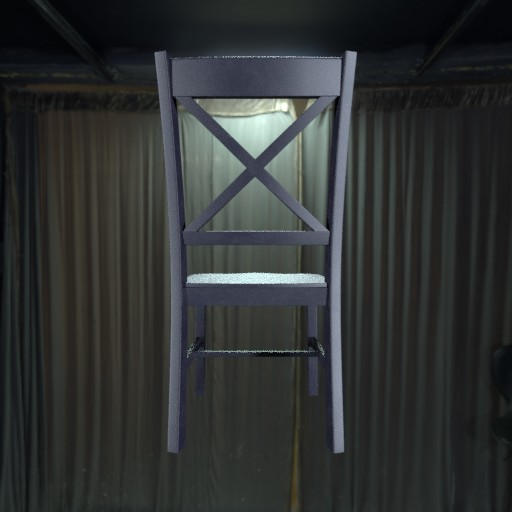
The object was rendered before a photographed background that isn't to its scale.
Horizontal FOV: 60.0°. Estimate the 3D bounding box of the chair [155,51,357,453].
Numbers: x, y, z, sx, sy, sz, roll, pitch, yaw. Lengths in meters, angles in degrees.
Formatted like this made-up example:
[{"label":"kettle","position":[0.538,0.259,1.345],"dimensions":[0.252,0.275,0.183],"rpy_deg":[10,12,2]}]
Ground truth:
[{"label":"chair","position":[0.000,0.000,1.314],"dimensions":[0.485,0.983,0.542],"rpy_deg":[0,1,0]}]
